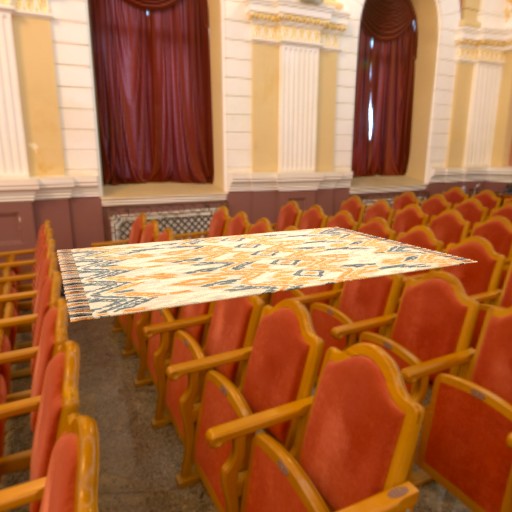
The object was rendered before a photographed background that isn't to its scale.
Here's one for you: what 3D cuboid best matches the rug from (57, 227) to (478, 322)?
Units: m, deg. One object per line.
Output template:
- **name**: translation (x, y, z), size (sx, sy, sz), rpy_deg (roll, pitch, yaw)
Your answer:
- **rug**: translation (0.000, 0.000, 3.002), size (2.428, 0.010, 1.533), rpy_deg (-6, 14, -25)
